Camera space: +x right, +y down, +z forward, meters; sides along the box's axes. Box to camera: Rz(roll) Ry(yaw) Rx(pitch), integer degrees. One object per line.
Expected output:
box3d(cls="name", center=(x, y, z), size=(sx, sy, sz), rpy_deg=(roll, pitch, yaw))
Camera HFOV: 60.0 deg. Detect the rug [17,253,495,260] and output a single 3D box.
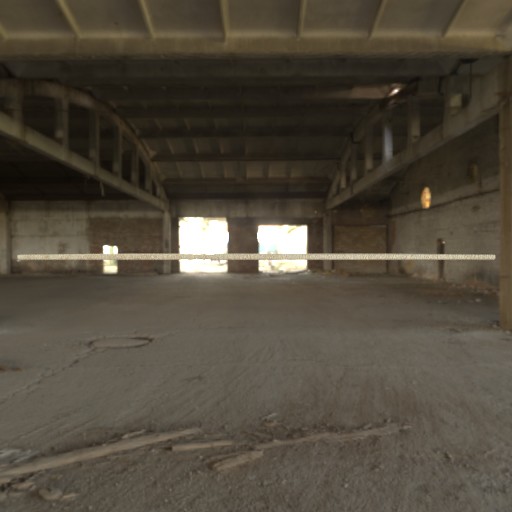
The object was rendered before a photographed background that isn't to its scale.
box3d(cls="rug", center=(0.000, 0.000, 2.924), size=(2.346, 0.025, 1.500), rpy_deg=(0, 1, -1))
